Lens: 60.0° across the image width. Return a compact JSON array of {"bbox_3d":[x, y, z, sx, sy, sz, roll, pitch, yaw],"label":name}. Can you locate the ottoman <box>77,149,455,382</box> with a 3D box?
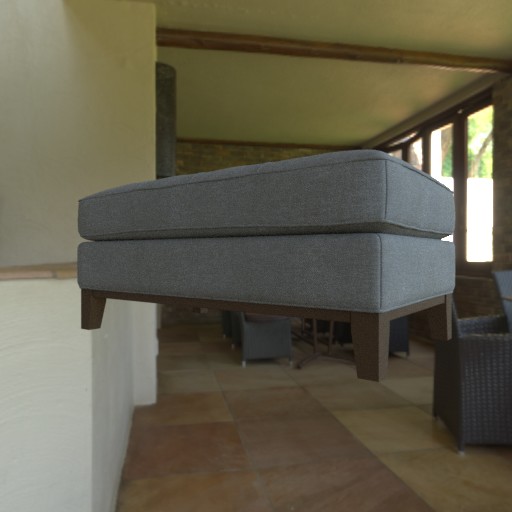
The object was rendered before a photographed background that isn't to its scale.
[{"bbox_3d":[0.000,0.000,1.473,1.143,0.514,0.648,0,0,37],"label":"ottoman"}]
